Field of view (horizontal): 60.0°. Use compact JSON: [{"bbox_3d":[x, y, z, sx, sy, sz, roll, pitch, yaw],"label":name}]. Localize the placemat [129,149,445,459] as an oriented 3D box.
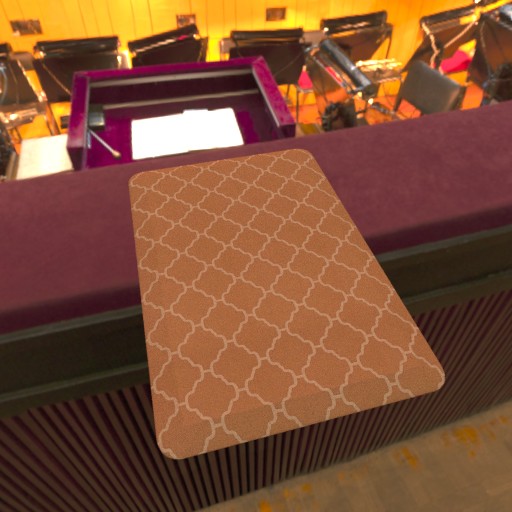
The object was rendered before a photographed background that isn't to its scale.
[{"bbox_3d":[0.000,0.000,0.971,0.508,0.021,0.762,-11,48,-10],"label":"placemat"}]
